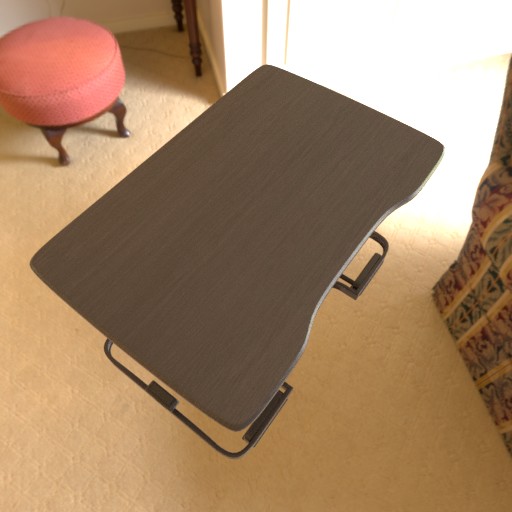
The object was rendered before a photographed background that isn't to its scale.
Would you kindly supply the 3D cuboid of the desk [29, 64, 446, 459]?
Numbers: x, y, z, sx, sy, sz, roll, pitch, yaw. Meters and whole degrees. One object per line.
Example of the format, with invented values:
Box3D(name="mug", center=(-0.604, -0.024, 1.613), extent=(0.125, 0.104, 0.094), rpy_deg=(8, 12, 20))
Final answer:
Box3D(name="desk", center=(0.000, 0.000, 1.148), extent=(0.546, 0.470, 0.820), rpy_deg=(32, 63, 19))
